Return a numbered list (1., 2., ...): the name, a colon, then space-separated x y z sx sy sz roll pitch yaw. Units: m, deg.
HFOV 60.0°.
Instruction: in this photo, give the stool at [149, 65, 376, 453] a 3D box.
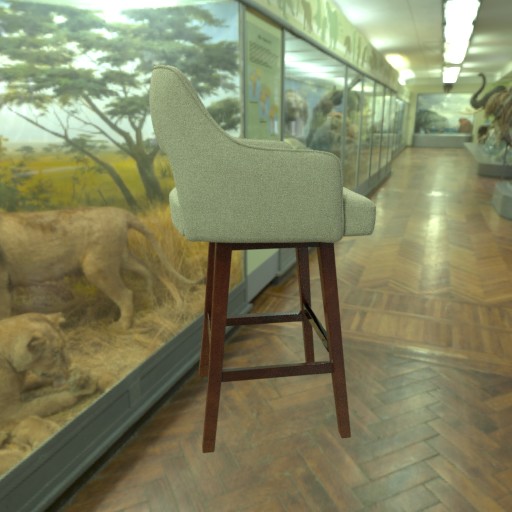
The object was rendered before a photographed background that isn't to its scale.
1. stool: 0.000 0.000 1.339 0.560 1.041 0.550 -3 17 -8
